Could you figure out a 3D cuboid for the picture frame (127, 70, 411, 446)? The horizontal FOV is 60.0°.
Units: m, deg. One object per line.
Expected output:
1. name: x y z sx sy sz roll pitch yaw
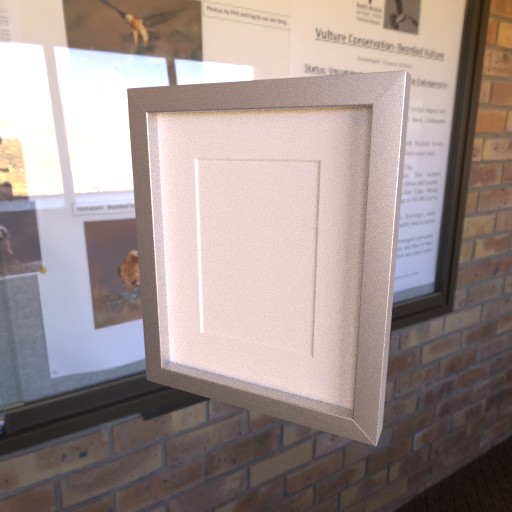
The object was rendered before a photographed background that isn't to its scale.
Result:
1. picture frame: 0.000 0.000 0.386 0.233 0.282 0.036 7 16 25
